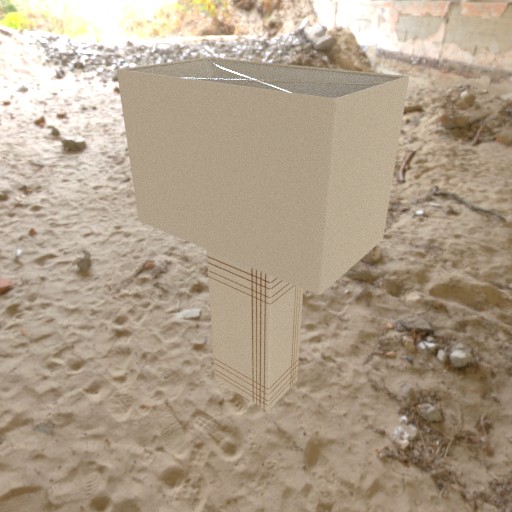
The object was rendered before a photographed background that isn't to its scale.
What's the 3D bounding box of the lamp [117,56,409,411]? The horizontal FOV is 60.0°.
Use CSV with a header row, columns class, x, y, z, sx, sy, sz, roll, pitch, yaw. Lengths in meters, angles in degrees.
class,x,y,z,sx,sy,sz,roll,pitch,yaw
lamp,0.000,0.000,0.701,0.334,0.543,0.182,21,36,32
